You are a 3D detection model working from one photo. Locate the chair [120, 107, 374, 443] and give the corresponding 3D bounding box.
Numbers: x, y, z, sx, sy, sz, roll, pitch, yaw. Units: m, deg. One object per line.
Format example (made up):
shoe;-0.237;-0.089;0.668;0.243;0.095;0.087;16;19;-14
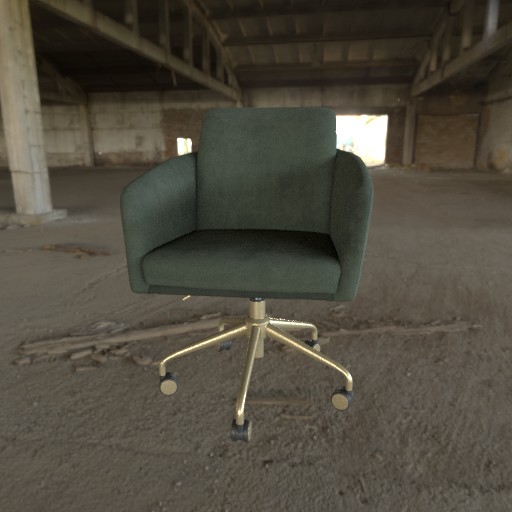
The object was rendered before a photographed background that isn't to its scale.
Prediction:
chair;0.000;0.000;1.356;0.641;0.908;0.635;2;14;9
